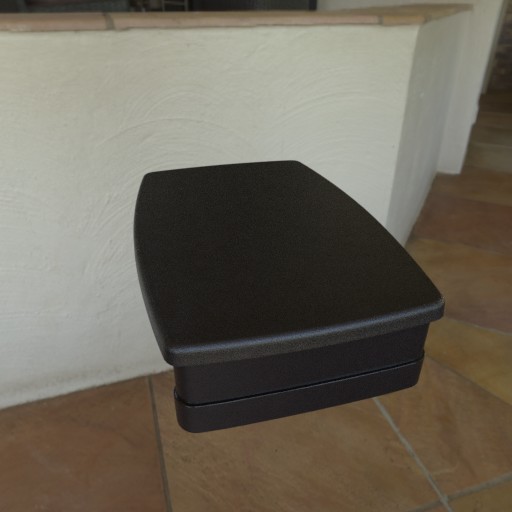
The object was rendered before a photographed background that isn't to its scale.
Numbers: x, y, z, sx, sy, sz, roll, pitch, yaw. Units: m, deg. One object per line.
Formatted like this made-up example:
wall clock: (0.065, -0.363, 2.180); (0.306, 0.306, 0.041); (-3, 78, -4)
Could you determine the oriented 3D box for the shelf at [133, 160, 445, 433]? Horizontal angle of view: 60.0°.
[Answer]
shelf: (0.000, 0.000, 0.539); (0.280, 0.100, 0.410); (-8, 31, -13)
